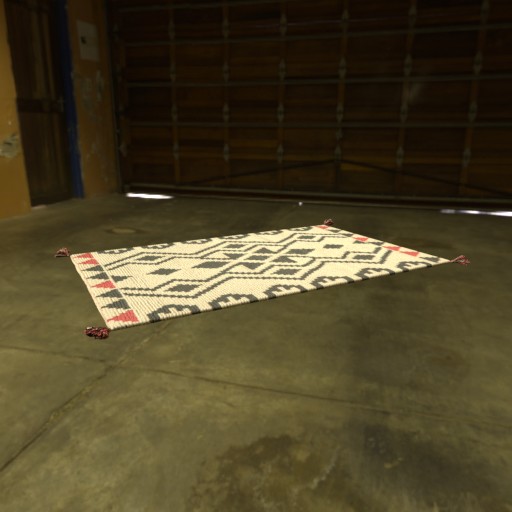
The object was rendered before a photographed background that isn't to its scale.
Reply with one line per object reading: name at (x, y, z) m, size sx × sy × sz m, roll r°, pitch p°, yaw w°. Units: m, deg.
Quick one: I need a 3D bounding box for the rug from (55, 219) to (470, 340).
rug at (0.000, 0.000, 3.326) m, size 2.672 × 0.066 × 1.741 m, roll -8°, pitch 17°, yaw -28°
